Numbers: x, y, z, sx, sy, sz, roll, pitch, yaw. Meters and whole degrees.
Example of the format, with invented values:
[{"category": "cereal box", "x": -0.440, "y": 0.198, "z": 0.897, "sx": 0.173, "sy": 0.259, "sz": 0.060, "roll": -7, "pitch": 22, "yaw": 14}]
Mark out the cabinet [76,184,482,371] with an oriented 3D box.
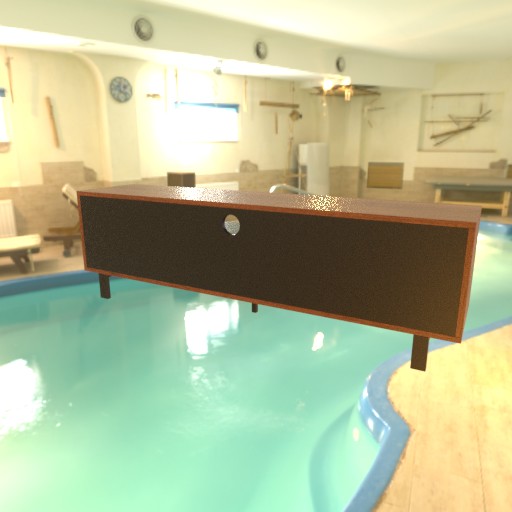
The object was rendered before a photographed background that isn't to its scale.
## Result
[{"category": "cabinet", "x": 0.000, "y": 0.000, "z": 1.881, "sx": 1.650, "sy": 0.500, "sz": 0.400, "roll": 8, "pitch": 17, "yaw": 27}]
